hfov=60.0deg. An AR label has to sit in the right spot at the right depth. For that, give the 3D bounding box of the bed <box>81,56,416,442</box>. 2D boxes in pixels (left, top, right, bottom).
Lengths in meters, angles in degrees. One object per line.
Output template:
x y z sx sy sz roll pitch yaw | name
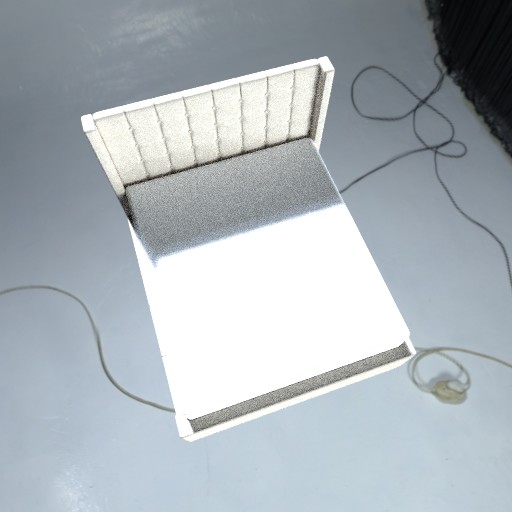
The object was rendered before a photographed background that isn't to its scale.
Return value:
0.000 0.000 3.828 2.045 1.743 2.370 -17 66 -8 | bed
